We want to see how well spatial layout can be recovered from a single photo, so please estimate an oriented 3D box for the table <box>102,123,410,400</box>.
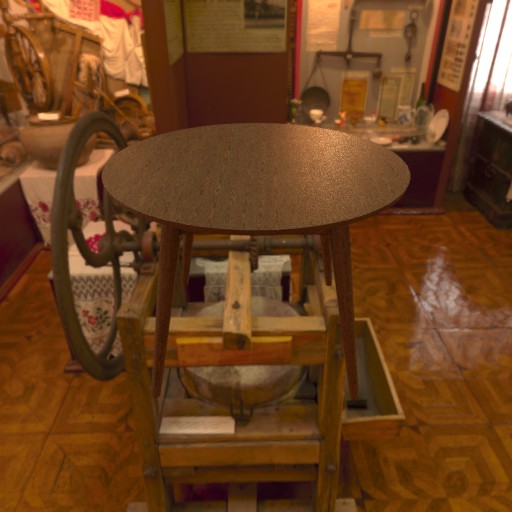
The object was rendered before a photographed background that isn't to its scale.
[{"bbox_3d":[0.000,0.000,1.779,1.053,0.786,1.053,0,31,0],"label":"table"}]
